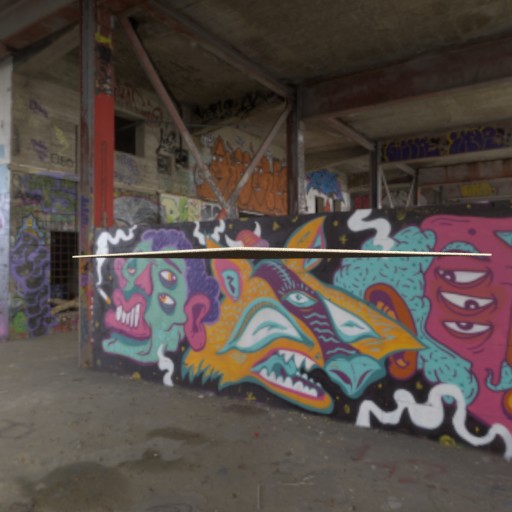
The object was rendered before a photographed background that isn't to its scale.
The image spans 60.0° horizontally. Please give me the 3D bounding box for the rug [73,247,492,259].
[{"bbox_3d":[0.000,0.000,4.046,2.441,0.015,3.050,1,-1,-36],"label":"rug"}]
